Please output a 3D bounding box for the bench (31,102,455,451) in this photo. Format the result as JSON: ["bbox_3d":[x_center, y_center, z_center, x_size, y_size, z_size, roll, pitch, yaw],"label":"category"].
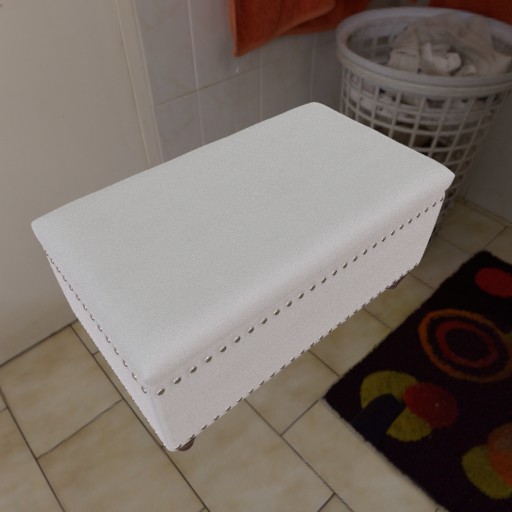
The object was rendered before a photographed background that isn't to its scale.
[{"bbox_3d":[0.000,0.000,1.176,0.887,0.449,0.500,-31,53,-27],"label":"bench"}]
